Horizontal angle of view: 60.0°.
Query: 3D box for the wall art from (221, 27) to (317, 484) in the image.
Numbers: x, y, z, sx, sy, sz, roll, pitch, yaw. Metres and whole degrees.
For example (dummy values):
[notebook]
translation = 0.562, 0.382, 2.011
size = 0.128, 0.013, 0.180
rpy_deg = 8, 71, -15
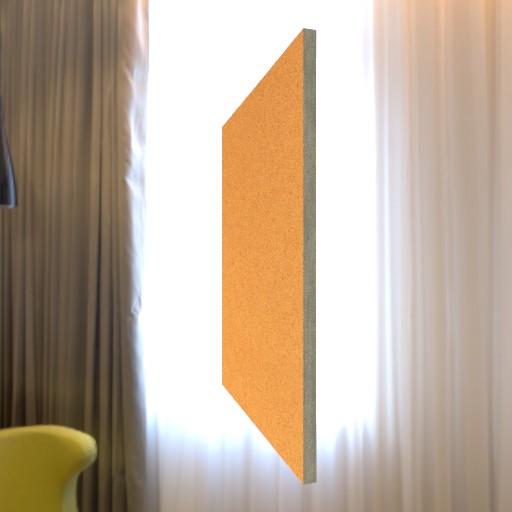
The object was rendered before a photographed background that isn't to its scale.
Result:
[wall art]
translation = 0.000, 0.000, 0.827
size = 0.020, 0.613, 0.481
rpy_deg = 0, 0, -18
